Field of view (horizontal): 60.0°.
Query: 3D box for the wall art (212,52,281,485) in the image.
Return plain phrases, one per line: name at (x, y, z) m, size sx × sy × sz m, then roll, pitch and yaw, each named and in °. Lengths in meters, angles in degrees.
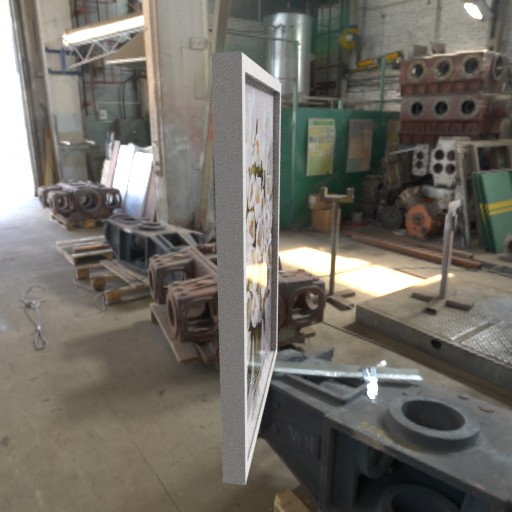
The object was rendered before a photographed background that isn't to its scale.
wall art at (0.000, 0.000, 0.556) m, size 0.025 × 0.428 × 0.293 m, roll 3°, pitch 17°, yaw 9°
